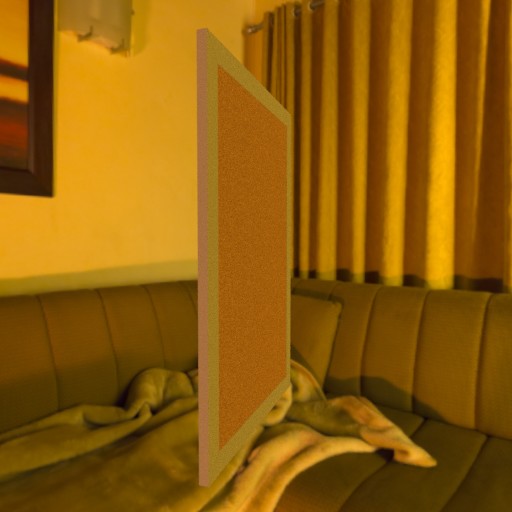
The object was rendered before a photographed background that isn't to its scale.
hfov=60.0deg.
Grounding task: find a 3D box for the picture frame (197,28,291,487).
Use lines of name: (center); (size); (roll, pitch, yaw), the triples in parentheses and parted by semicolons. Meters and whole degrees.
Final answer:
picture frame: (0.000, 0.000, 0.598); (0.011, 0.459, 0.326); (1, 3, 19)
